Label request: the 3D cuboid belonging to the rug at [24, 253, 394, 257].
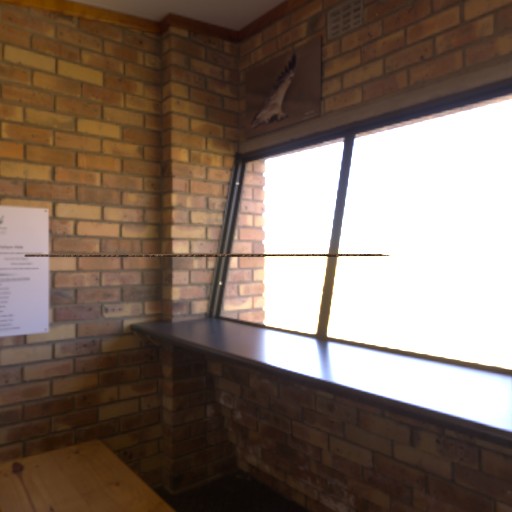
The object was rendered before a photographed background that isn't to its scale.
[{"bbox_3d":[0.000,0.000,3.946,2.305,0.017,2.902,0,0,19],"label":"rug"}]
